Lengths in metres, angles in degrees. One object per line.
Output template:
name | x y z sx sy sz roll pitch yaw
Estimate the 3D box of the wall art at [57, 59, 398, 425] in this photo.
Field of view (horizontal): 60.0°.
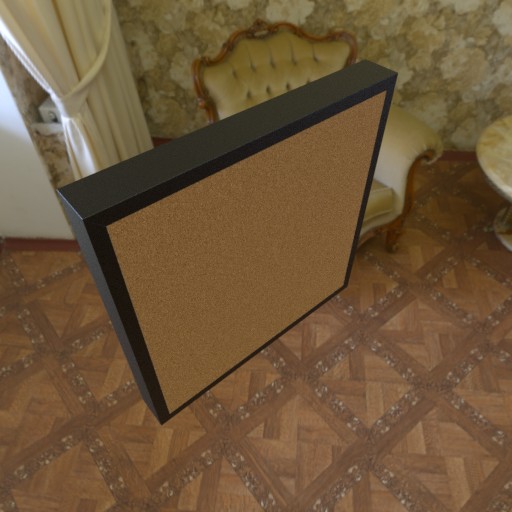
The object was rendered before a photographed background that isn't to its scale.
wall art | 0.000 0.000 0.452 0.304 0.304 0.038 -32 54 -26
